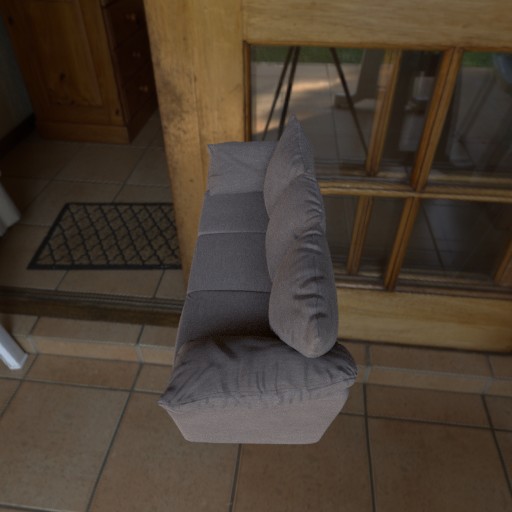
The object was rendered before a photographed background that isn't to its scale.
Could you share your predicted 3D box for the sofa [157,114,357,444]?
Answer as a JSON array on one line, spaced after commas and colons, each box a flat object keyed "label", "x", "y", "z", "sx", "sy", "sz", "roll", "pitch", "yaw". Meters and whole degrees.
[{"label": "sofa", "x": 0.000, "y": 0.000, "z": 2.915, "sx": 0.927, "sy": 1.043, "sz": 2.390, "roll": 1, "pitch": 41, "yaw": 1}]
